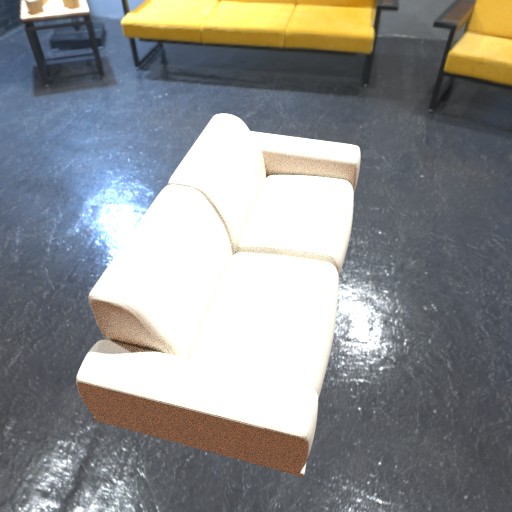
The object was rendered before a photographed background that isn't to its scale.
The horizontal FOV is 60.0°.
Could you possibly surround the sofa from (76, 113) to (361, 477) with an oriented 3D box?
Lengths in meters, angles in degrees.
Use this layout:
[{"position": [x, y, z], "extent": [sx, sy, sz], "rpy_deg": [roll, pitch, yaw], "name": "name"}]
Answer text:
[{"position": [0.000, 0.000, 2.264], "extent": [0.900, 0.772, 1.901], "rpy_deg": [10, 45, 10], "name": "sofa"}]
